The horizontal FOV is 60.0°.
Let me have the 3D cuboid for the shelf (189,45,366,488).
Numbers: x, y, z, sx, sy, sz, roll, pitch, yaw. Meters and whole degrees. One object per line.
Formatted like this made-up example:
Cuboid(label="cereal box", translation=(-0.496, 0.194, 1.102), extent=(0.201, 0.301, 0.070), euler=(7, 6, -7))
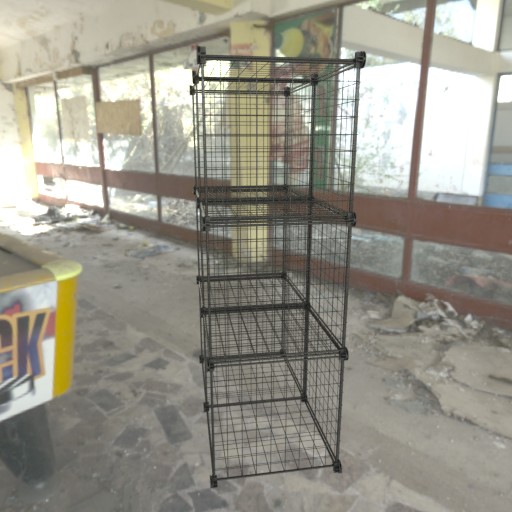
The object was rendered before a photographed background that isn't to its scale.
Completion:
Cuboid(label="shelf", translation=(0.000, 0.000, 1.380), extent=(0.356, 1.067, 0.711), euler=(-2, 15, -9))
